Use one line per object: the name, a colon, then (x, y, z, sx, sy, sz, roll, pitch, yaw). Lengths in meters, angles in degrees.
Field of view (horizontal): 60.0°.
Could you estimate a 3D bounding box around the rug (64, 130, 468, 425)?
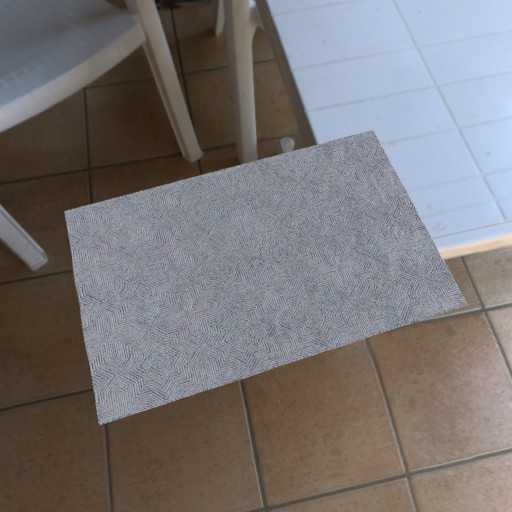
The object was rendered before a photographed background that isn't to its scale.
rug: (0.000, 0.000, 3.049, 2.428, 0.007, 1.519, -16, 67, -7)
